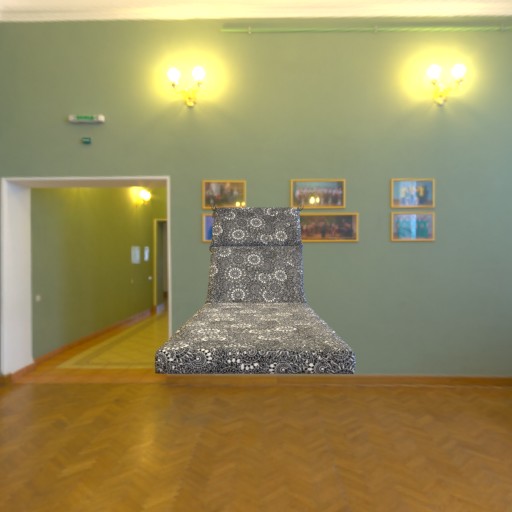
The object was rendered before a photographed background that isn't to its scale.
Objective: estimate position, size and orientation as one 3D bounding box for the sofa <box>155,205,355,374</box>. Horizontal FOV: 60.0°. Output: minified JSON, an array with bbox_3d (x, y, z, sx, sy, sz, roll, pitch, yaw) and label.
[{"bbox_3d":[0.000,0.000,1.950,0.582,0.622,1.663,0,0,0],"label":"sofa"}]
